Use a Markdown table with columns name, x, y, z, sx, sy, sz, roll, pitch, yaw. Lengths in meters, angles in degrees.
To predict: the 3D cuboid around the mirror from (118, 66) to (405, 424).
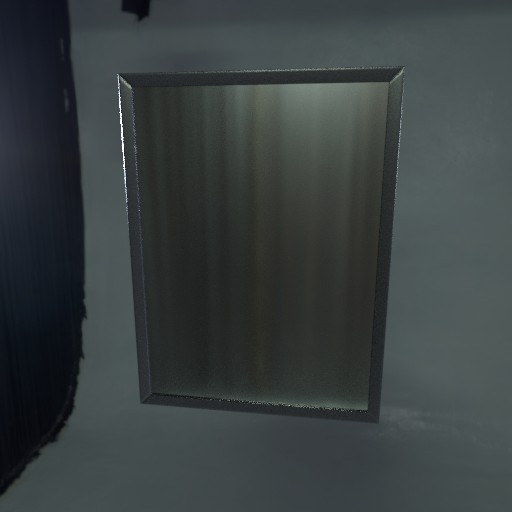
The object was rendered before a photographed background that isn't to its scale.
| name | x | y | z | sx | sy | sz | roll | pitch | yaw |
| --- | --- | --- | --- | --- | --- | --- | --- | --- | --- |
| mirror | 0.000 | 0.000 | 1.303 | 0.762 | 1.016 | 0.040 | 2 | 14 | 8 |
